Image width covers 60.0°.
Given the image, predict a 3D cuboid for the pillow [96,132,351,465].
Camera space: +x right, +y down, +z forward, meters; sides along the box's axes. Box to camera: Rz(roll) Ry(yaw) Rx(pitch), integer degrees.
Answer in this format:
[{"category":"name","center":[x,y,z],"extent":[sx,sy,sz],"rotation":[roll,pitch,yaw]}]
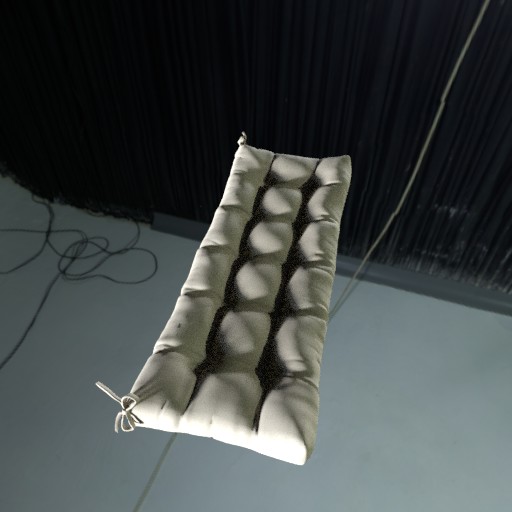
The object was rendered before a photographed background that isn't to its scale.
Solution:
[{"category":"pillow","center":[0.000,0.000,1.376],"extent":[0.511,0.174,1.194],"rotation":[9,48,9]}]
